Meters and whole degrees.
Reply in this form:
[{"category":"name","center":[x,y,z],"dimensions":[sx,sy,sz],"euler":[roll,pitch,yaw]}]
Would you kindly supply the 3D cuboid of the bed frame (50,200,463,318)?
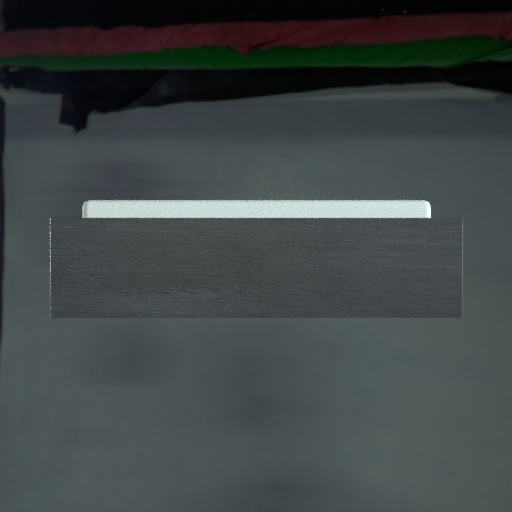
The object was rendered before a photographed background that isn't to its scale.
[{"category":"bed frame","center":[0.000,0.000,2.575],"dimensions":[1.490,0.432,1.950],"euler":[0,0,0]}]
